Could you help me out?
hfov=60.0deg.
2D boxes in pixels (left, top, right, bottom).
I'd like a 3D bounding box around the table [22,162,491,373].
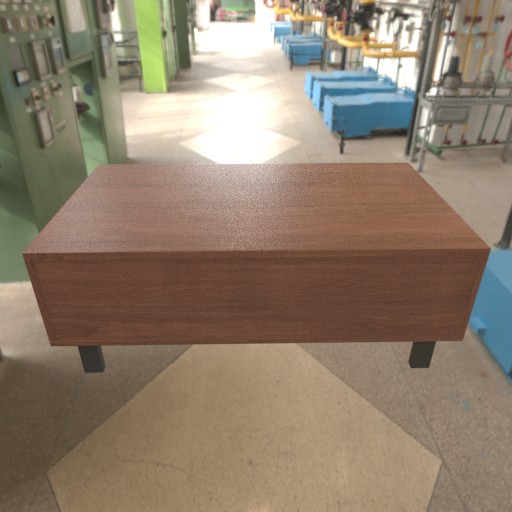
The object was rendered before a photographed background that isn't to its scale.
[{"bbox_3d":[0.000,0.000,1.318,1.020,0.380,0.600,-1,31,-1],"label":"table"}]
